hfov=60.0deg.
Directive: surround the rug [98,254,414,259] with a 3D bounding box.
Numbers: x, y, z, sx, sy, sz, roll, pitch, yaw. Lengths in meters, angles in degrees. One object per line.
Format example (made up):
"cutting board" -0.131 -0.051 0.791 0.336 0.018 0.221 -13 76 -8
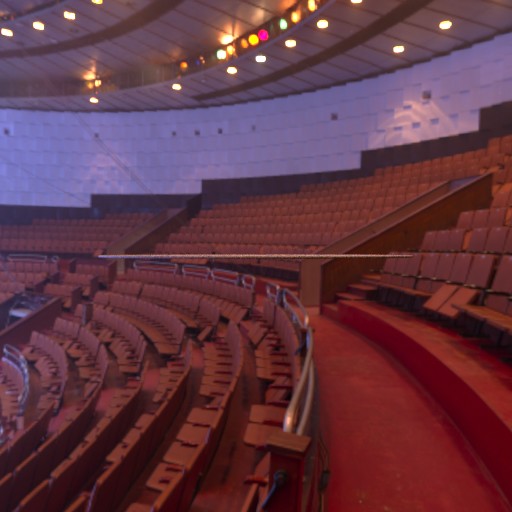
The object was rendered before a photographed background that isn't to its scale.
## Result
"rug" 0.000 0.000 3.552 2.382 0.014 2.382 0 0 0
